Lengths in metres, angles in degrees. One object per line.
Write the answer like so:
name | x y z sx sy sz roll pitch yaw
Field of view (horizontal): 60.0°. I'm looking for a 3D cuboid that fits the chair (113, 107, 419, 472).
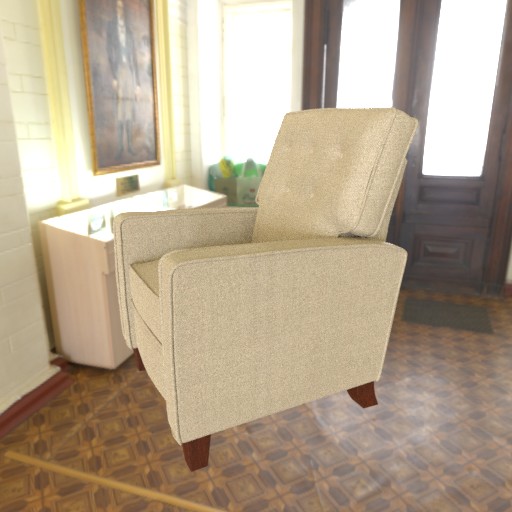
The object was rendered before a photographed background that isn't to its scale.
chair | 0.000 0.000 1.385 0.754 0.888 0.648 -8 18 -26
